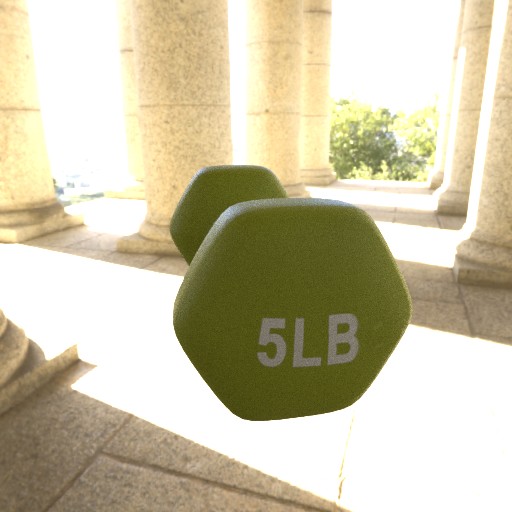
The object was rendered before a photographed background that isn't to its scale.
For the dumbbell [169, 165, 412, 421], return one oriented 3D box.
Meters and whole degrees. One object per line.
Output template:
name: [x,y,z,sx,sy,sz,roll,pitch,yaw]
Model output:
dumbbell: [0.000,0.000,0.206,0.080,0.072,0.164,-3,17,-10]
